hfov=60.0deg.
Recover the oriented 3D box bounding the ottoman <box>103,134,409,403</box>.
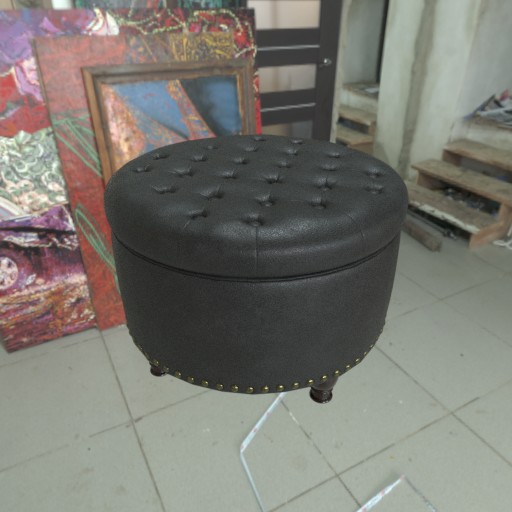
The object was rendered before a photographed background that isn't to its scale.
[{"bbox_3d":[0.000,0.000,1.055,0.637,0.442,0.637,0,30,0],"label":"ottoman"}]
